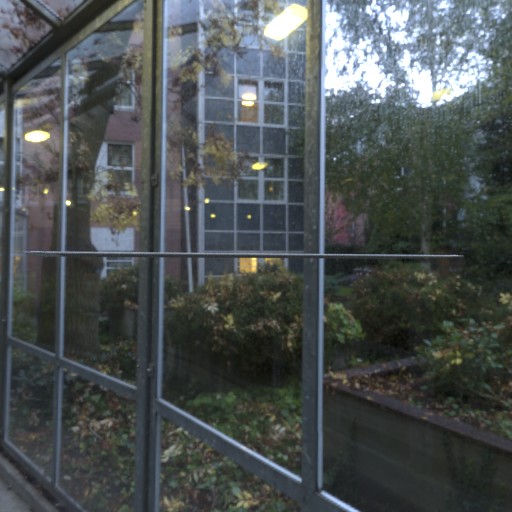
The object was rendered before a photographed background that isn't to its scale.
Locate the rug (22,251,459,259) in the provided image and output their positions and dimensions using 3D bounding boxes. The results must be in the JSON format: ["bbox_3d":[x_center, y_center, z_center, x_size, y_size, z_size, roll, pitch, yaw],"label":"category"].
[{"bbox_3d":[0.000,0.000,2.711,2.449,0.011,0.774,0,-1,-18],"label":"rug"}]
